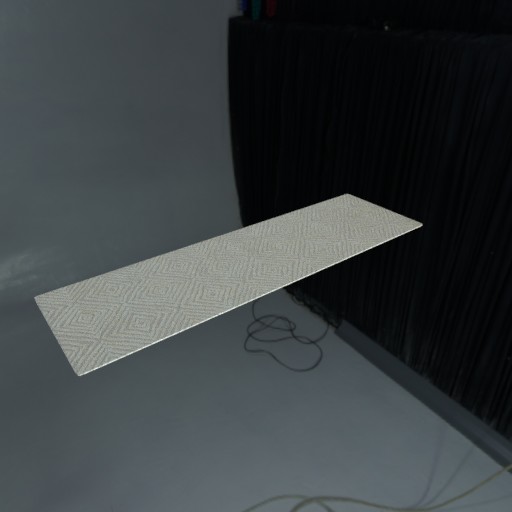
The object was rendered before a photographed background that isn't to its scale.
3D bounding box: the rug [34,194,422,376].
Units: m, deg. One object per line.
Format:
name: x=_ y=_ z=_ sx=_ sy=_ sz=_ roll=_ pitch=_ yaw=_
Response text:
rug: x=0.000 y=0.000 z=2.579 sx=2.277 sy=0.008 sz=0.676 roll=-21 pitch=36 yaw=-32
